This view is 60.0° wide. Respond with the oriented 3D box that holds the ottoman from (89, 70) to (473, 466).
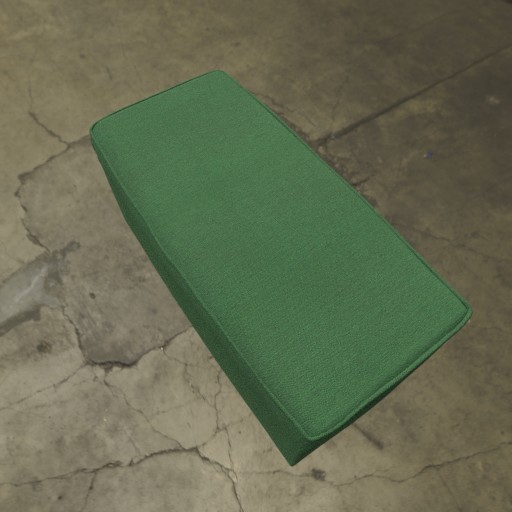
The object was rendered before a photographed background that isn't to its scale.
[{"bbox_3d":[0.000,0.000,1.197,0.483,0.471,0.957,-31,63,-17],"label":"ottoman"}]
